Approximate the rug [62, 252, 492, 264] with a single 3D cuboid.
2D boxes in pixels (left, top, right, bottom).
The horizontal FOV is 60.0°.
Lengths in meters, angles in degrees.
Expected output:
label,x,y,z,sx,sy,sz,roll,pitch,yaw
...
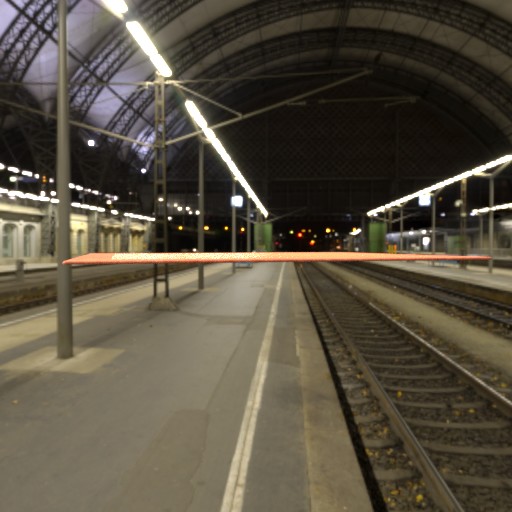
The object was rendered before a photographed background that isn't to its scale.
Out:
label,x,y,z,sx,sy,sz,roll,pitch,yaw
rug,0.000,0.000,4.021,2.976,0.018,2.430,0,1,-17
